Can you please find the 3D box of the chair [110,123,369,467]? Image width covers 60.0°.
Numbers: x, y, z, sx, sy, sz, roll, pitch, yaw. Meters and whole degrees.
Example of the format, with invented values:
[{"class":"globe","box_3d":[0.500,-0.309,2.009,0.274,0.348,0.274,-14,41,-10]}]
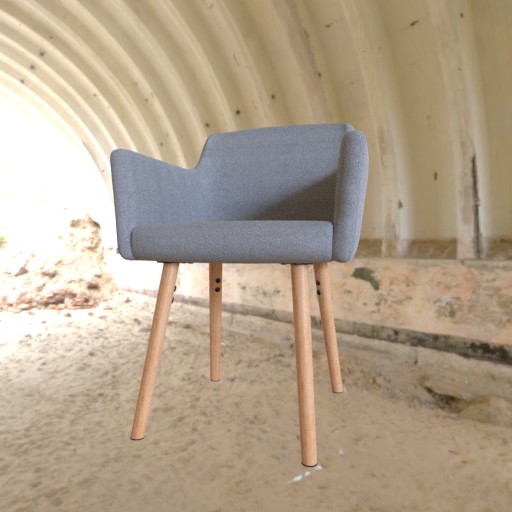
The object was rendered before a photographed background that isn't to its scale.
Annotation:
[{"class":"chair","box_3d":[0.000,0.000,1.137,0.570,0.780,0.540,0,1,17]}]
